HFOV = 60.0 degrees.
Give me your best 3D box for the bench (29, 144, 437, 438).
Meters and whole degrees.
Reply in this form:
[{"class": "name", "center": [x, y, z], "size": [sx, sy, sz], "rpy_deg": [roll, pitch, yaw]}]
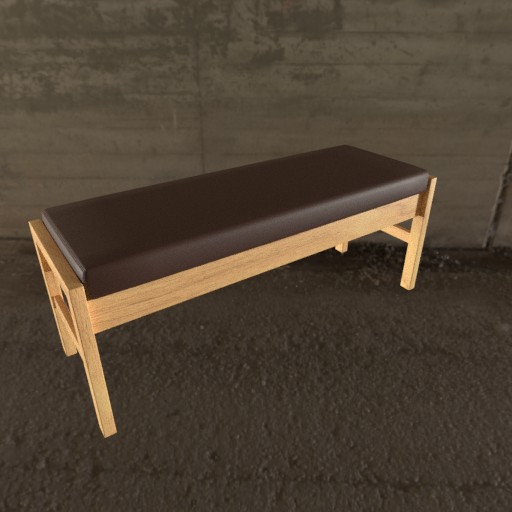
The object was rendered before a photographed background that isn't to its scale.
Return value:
[{"class": "bench", "center": [0.000, 0.000, 1.437], "size": [1.200, 0.480, 0.405], "rpy_deg": [-19, 34, -30]}]
